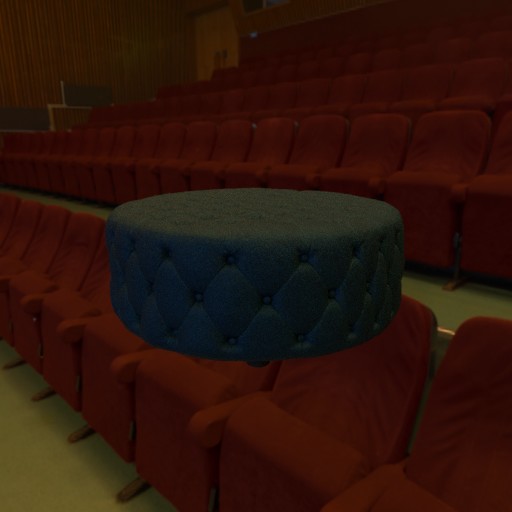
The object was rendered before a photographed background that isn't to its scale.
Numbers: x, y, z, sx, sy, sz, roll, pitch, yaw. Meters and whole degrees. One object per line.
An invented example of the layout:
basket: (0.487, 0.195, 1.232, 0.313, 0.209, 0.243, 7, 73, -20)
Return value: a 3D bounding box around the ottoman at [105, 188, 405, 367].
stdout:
ottoman: (0.000, 0.000, 1.568, 0.998, 0.398, 0.998, 0, 15, 0)
